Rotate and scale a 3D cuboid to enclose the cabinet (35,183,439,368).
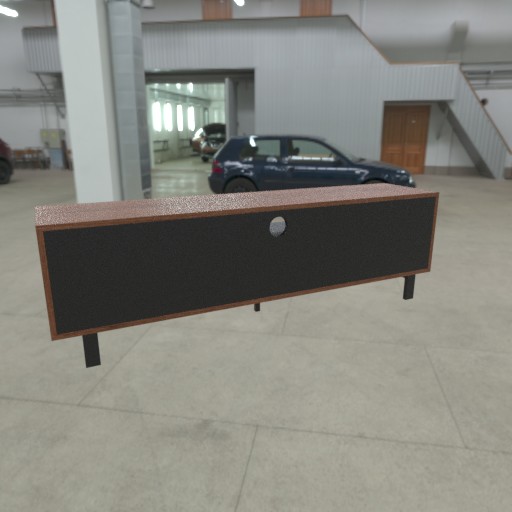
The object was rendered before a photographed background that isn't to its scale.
[{"bbox_3d":[0.000,0.000,1.905,1.650,0.500,0.400,-8,18,-25],"label":"cabinet"}]
